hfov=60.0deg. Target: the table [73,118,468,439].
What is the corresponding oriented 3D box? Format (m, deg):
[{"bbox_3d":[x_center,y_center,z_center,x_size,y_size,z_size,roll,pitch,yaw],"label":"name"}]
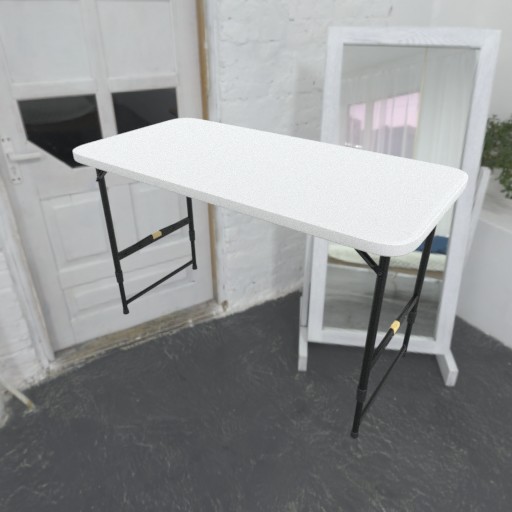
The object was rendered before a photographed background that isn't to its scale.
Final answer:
[{"bbox_3d":[0.000,0.000,1.641,1.219,0.737,0.610,20,36,30],"label":"table"}]
